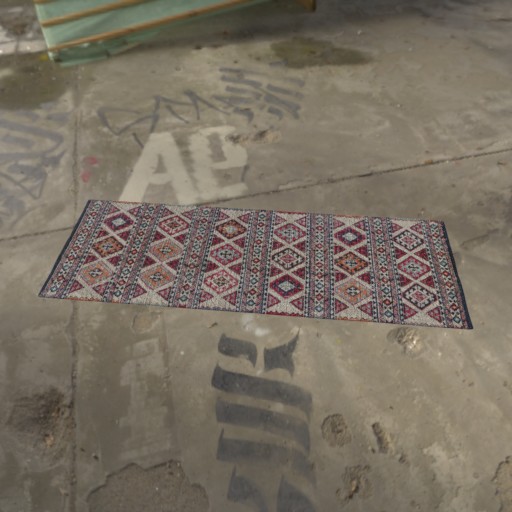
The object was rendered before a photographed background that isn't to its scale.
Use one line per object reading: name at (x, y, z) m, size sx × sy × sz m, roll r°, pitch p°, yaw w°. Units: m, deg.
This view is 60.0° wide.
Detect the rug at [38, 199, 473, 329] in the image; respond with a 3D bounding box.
rug at (0.000, 0.000, 2.661) m, size 2.362 × 0.008 × 0.832 m, roll 4°, pitch 48°, yaw 4°
